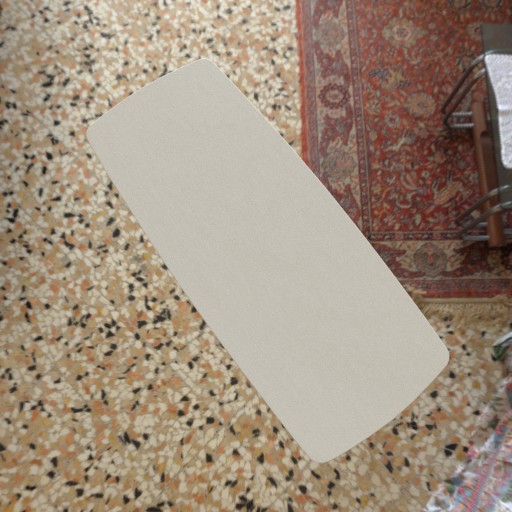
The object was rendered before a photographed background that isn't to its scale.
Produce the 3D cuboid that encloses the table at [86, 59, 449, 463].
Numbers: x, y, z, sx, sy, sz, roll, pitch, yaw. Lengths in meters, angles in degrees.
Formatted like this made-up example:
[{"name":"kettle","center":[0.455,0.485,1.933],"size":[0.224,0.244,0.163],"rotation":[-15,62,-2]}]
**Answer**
[{"name":"table","center":[0.000,0.000,1.623],"size":[0.561,0.474,1.334],"rotation":[-35,78,-8]}]
